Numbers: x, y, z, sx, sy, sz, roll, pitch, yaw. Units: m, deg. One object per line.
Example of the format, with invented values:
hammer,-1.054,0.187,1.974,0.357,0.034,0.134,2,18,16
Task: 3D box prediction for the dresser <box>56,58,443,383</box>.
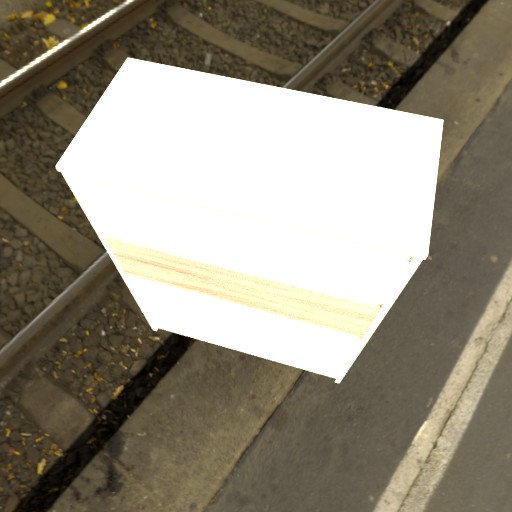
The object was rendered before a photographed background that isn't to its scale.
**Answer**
dresser,0.000,0.000,1.452,0.800,1.040,0.380,14,62,8
